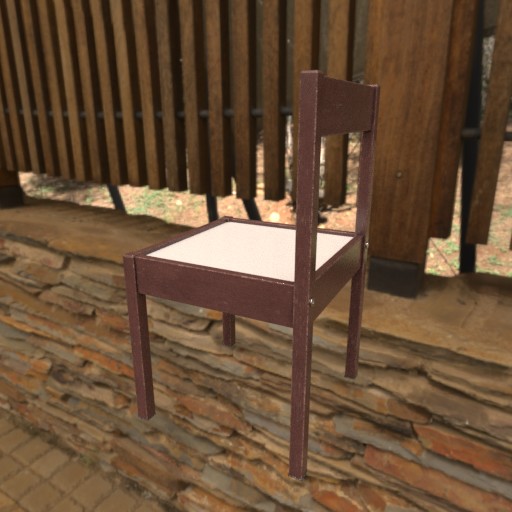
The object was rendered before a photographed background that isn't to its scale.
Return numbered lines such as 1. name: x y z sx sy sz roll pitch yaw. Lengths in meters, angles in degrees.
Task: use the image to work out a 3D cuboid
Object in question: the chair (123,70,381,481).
1. chair: 0.000 0.000 0.692 0.285 0.505 0.285 9 20 26
